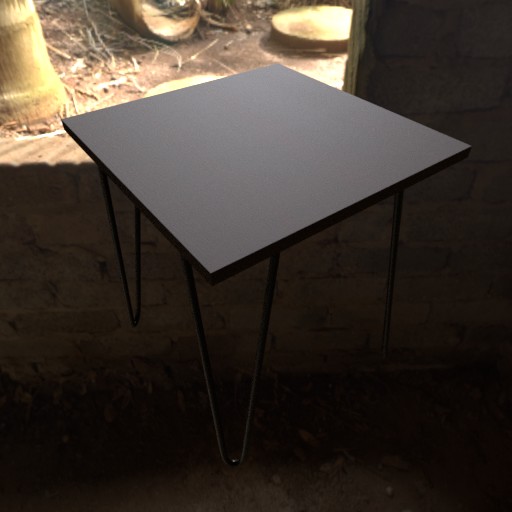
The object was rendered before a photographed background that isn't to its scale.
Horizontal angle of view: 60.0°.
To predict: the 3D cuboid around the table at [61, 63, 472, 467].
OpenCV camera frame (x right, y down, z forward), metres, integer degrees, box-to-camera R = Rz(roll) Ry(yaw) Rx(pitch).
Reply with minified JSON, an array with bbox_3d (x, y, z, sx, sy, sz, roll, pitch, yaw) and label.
[{"bbox_3d":[0.000,0.000,0.934,0.495,0.559,0.495,-26,48,-27],"label":"table"}]
